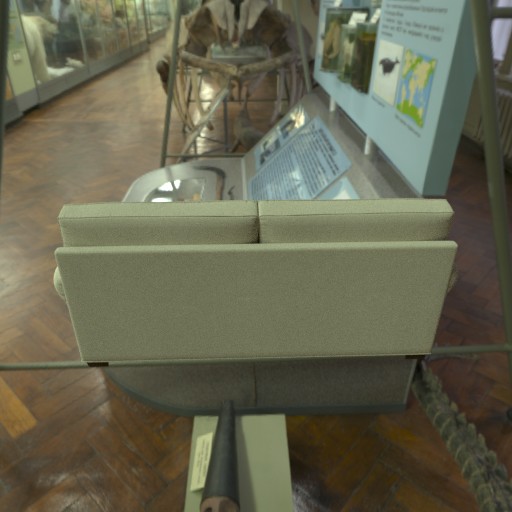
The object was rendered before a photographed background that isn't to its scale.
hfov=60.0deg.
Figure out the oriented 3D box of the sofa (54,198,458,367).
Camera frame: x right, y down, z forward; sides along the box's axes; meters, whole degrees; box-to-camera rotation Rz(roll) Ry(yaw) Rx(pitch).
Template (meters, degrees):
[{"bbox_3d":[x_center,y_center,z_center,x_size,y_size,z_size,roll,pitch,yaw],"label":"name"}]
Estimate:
[{"bbox_3d":[0.000,0.000,2.700,2.146,0.962,0.901,-1,30,-2],"label":"sofa"}]
